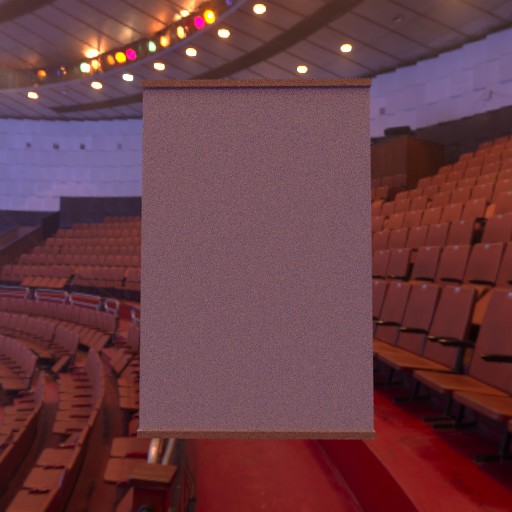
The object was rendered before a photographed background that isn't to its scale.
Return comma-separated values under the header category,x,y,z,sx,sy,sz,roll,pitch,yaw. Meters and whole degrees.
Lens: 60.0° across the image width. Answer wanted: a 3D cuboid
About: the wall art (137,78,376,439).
category,x,y,z,sx,sy,sz,roll,pitch,yaw
wall art,0.000,0.000,1.886,0.990,1.519,0.030,0,-3,1
